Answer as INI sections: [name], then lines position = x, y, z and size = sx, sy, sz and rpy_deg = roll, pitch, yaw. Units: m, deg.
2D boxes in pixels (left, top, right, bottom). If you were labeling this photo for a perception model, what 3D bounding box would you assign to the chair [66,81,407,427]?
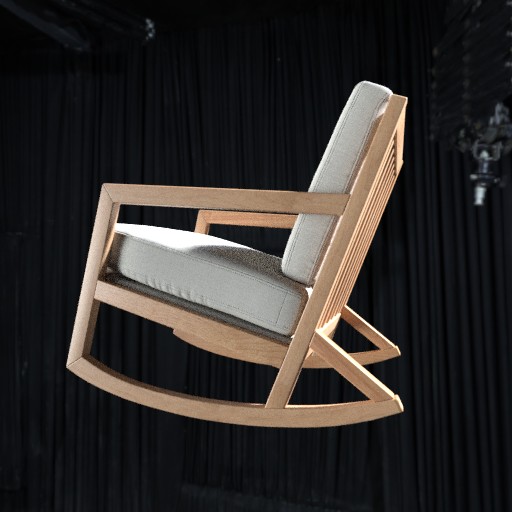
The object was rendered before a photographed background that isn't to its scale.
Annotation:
[chair]
position = 0.000, 0.000, 1.344
size = 0.857, 0.790, 0.622
rpy_deg = 0, -1, 17
